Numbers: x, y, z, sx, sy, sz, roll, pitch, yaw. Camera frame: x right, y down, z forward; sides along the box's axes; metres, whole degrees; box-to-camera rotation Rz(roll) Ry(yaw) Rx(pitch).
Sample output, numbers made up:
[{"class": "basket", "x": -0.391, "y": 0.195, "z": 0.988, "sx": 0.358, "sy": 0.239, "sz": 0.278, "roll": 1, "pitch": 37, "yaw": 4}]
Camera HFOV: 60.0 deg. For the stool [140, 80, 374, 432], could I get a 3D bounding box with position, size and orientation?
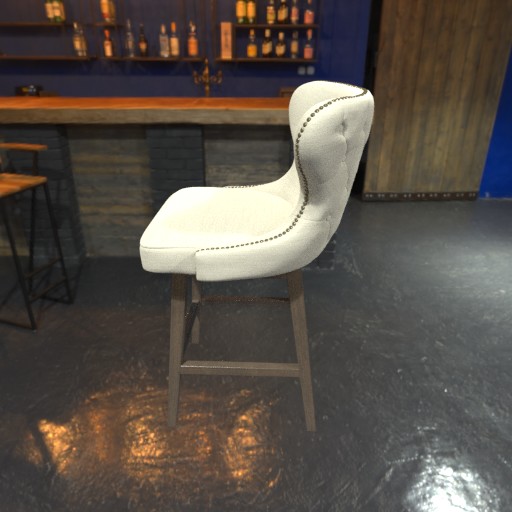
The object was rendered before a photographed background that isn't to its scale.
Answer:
[{"class": "stool", "x": 0.000, "y": 0.000, "z": 1.358, "sx": 0.597, "sy": 0.972, "sz": 0.615, "roll": 1, "pitch": 25, "yaw": 2}]
